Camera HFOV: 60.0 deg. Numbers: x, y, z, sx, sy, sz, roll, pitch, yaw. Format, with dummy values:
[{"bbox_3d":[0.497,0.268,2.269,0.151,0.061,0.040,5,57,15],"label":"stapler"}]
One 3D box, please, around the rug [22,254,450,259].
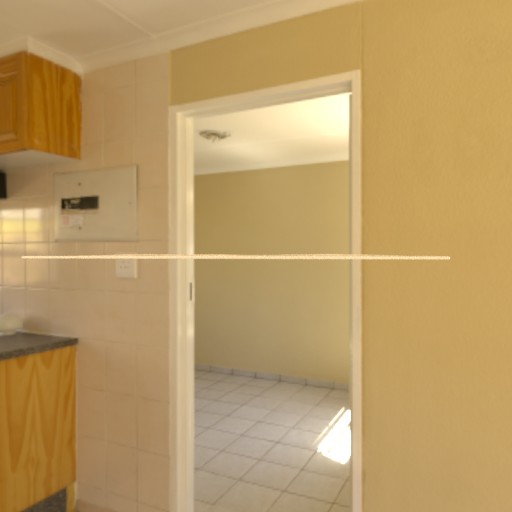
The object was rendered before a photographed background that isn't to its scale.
[{"bbox_3d":[0.000,0.000,3.936,2.921,0.032,2.311,0,0,17],"label":"rug"}]
